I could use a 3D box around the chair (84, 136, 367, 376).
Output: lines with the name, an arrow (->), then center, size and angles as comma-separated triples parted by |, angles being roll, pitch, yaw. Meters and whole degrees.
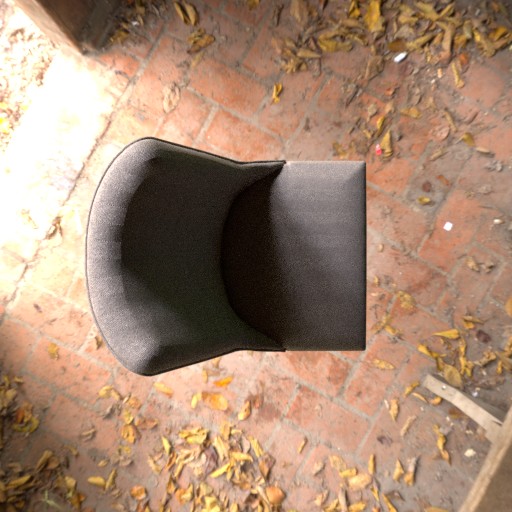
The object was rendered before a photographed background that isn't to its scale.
chair -> 0.000, 0.000, 1.240 | 0.636, 0.916, 0.548 | 0, 90, -1
